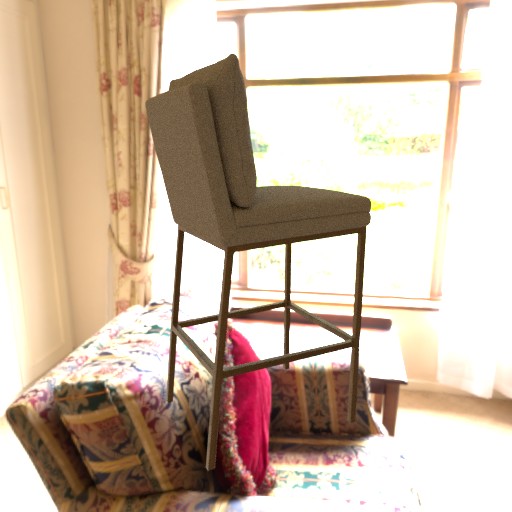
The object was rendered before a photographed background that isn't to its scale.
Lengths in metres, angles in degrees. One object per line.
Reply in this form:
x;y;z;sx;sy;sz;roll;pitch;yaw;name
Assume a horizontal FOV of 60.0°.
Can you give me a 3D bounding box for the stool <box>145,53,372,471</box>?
0.000;0.000;1.453;0.569;1.132;0.463;-7;15;-27;stool
